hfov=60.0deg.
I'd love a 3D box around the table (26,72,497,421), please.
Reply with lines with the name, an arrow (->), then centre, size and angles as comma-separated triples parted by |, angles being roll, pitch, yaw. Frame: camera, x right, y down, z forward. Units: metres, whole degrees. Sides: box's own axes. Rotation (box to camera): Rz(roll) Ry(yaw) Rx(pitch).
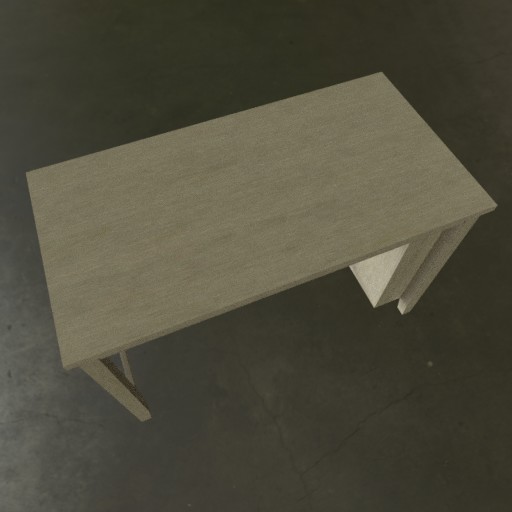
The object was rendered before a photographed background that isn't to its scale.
table -> 0.000, 0.000, 1.850 | 1.397, 0.874, 0.729 | -19, 61, -11
